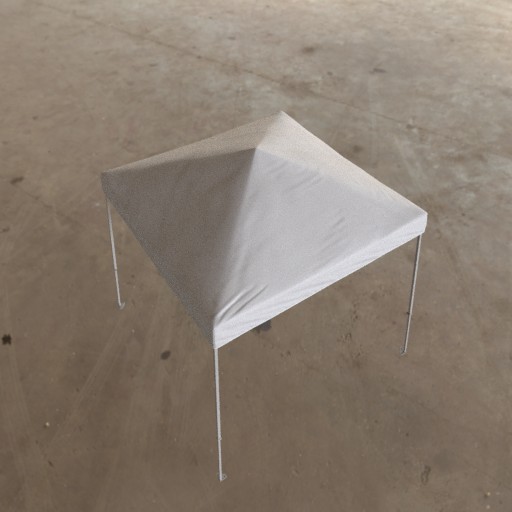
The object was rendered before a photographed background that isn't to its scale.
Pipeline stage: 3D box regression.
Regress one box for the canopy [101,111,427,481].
[{"bbox_3d":[0.000,0.000,5.061,2.849,2.849,2.848,-26,52,-23],"label":"canopy"}]
